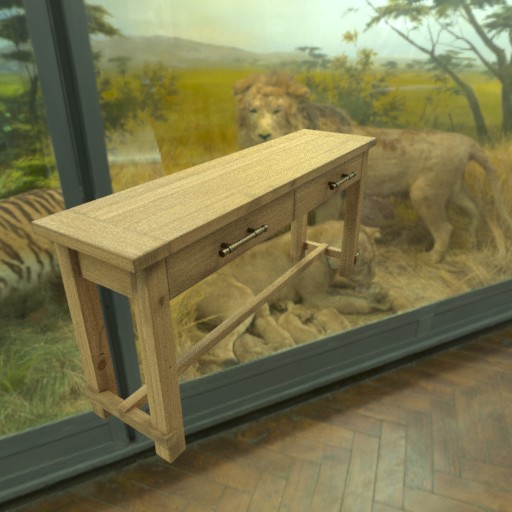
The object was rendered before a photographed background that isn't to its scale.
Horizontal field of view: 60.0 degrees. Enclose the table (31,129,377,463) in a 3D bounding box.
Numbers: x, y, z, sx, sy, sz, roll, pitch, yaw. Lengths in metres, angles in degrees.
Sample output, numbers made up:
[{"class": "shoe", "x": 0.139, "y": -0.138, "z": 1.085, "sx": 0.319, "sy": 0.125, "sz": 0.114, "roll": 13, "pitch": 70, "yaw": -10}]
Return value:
[{"class": "table", "x": 0.000, "y": 0.000, "z": 1.886, "sx": 0.442, "sy": 0.762, "sz": 1.599, "roll": 17, "pitch": 31, "yaw": 30}]
